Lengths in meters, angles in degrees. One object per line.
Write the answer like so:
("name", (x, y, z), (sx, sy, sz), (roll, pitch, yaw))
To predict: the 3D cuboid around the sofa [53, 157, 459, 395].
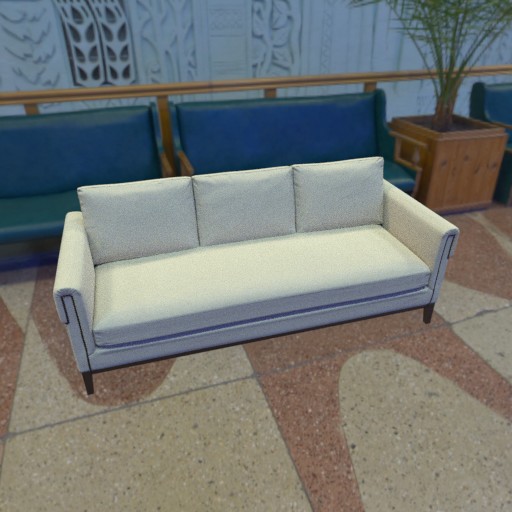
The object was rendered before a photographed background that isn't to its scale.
("sofa", (0.000, 0.000, 2.734), (2.198, 0.911, 0.902), (-9, 32, -14))
